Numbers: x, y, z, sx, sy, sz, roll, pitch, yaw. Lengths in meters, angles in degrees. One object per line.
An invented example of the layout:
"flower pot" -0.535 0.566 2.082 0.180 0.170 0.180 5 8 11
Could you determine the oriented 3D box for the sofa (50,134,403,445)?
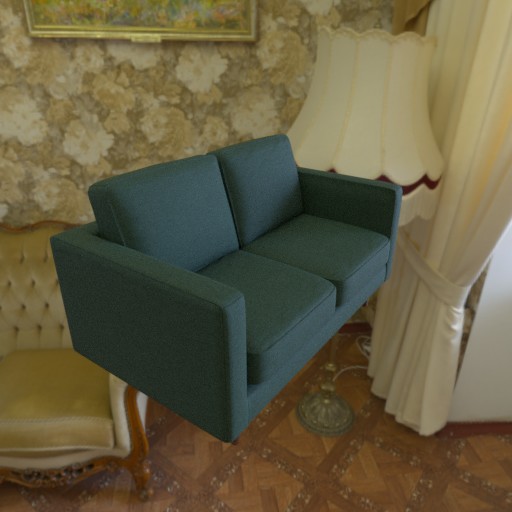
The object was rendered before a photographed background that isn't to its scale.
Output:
"sofa" 0.000 0.000 2.041 0.879 0.899 1.430 17 31 32
